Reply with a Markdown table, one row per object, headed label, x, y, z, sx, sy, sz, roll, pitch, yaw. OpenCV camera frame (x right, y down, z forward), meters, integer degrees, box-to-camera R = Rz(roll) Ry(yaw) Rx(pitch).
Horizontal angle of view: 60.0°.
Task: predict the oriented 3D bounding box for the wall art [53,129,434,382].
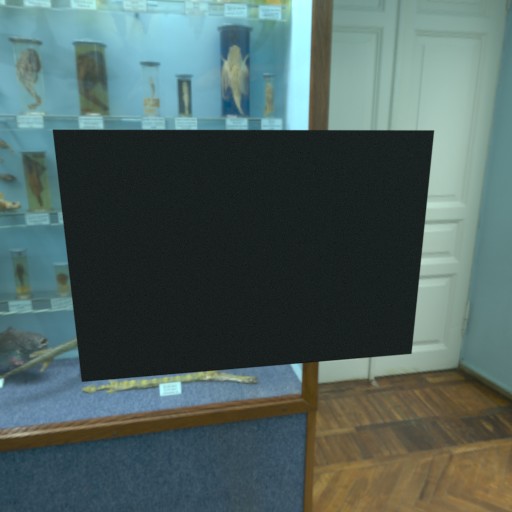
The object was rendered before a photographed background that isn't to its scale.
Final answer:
| label | x | y | z | sx | sy | sz | roll | pitch | yaw |
| --- | --- | --- | --- | --- | --- | --- | --- | --- | --- |
| wall art | 0.000 | 0.000 | 1.199 | 0.958 | 0.656 | 0.026 | -2 | 15 | -9 |
